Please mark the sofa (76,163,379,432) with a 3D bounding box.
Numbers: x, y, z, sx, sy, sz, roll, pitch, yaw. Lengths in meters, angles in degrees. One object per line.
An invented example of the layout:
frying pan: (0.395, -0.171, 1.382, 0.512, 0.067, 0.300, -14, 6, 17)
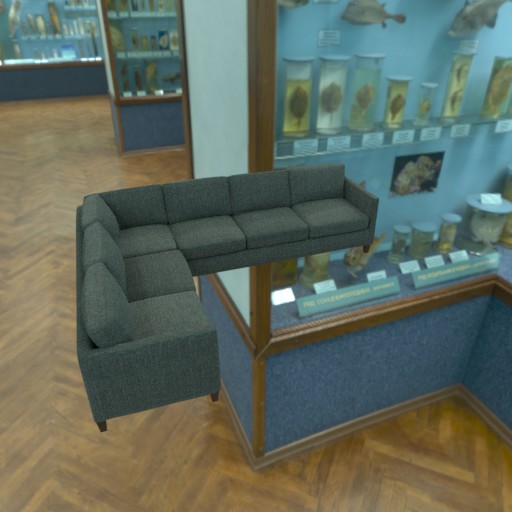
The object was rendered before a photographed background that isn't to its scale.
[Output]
sofa: (0.000, 0.000, 4.408, 3.302, 0.947, 2.593, -10, 32, -17)
